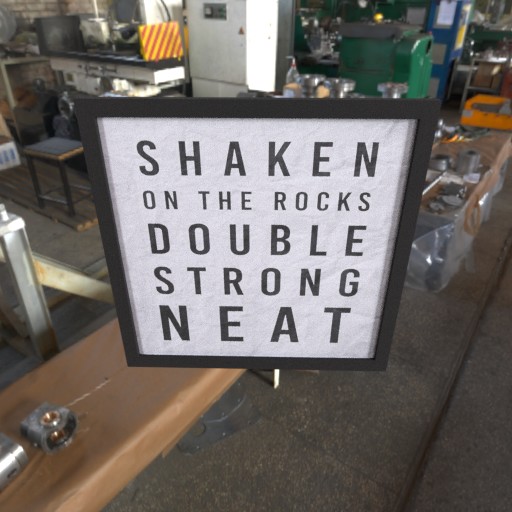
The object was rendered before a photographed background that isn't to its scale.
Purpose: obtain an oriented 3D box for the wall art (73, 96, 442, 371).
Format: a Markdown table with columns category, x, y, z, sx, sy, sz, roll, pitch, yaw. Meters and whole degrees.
| category | x | y | z | sx | sy | sz | roll | pitch | yaw |
| --- | --- | --- | --- | --- | --- | --- | --- | --- | --- |
| wall art | 0.000 | 0.000 | 0.671 | 0.456 | 0.458 | 0.013 | 1 | 31 | 1 |
